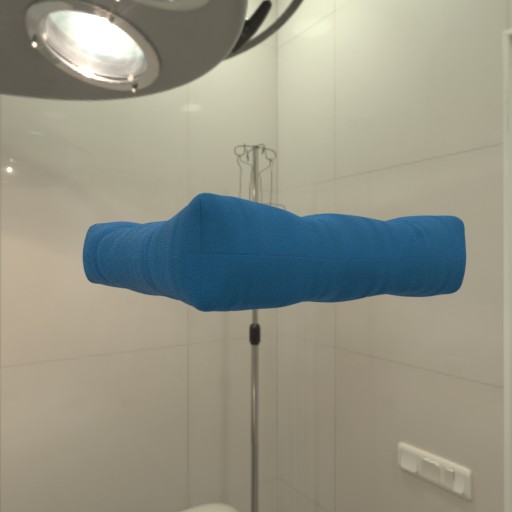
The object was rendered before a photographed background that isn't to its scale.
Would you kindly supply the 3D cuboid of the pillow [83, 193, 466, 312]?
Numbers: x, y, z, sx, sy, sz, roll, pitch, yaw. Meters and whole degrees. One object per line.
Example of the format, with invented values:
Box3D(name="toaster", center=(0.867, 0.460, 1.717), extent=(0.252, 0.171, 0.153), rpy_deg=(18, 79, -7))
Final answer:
Box3D(name="pillow", center=(0.000, 0.000, 0.739), extent=(0.468, 0.128, 0.490), rpy_deg=(0, 0, -34))
